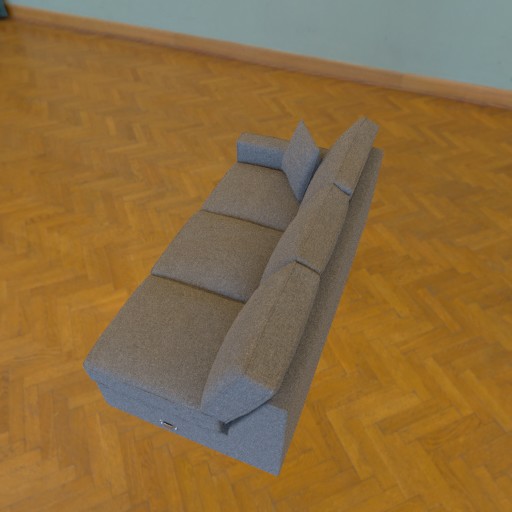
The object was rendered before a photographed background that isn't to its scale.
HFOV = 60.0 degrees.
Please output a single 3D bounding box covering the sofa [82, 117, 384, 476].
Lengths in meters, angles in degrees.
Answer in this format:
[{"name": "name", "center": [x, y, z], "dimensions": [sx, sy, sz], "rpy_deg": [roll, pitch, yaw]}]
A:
[{"name": "sofa", "center": [0.000, 0.000, 2.572], "dimensions": [1.034, 0.946, 1.963], "rpy_deg": [16, 48, 15]}]
